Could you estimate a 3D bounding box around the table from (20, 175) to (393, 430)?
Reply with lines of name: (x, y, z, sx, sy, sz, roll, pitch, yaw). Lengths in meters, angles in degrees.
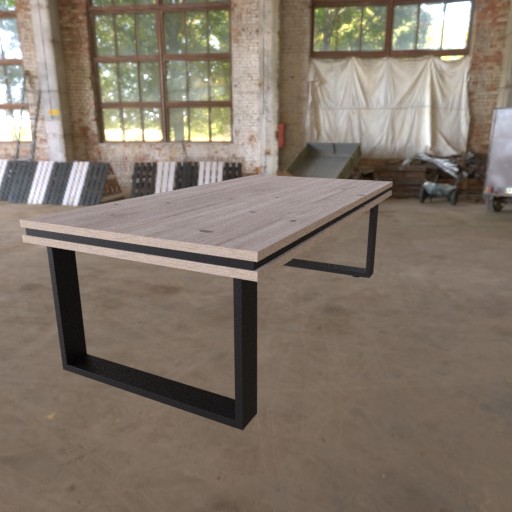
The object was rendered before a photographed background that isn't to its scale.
table: (0.000, 0.000, 1.648, 0.700, 0.450, 1.350, 8, 18, 26)
